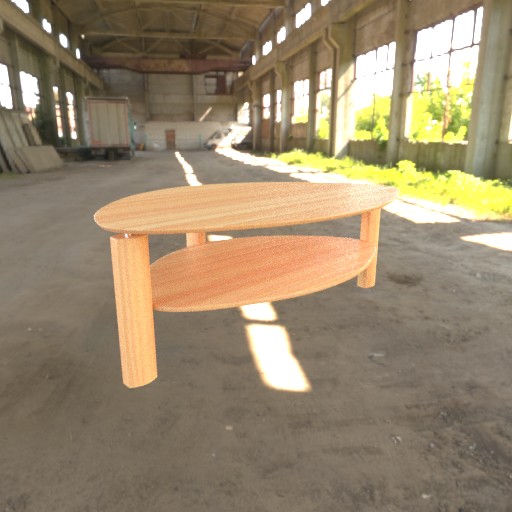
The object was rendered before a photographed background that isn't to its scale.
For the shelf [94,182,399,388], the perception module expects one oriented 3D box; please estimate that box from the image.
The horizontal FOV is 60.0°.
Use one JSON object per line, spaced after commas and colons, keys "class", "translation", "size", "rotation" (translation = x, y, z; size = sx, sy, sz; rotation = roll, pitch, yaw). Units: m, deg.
{"class": "shelf", "translation": [0.000, 0.000, 1.622], "size": [1.246, 0.440, 0.845], "rotation": [-15, 21, -42]}
